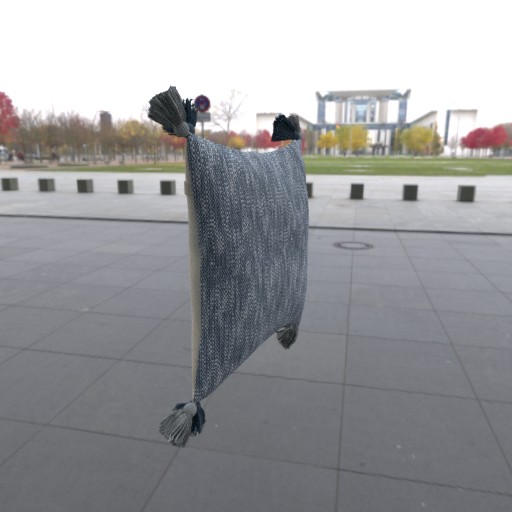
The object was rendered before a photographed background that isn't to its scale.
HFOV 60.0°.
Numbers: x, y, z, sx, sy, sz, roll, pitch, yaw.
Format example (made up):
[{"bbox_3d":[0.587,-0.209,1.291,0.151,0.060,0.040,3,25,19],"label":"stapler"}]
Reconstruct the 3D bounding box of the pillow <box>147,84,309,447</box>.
[{"bbox_3d":[0.000,0.000,0.950,0.138,0.634,0.614,7,15,27],"label":"pillow"}]
